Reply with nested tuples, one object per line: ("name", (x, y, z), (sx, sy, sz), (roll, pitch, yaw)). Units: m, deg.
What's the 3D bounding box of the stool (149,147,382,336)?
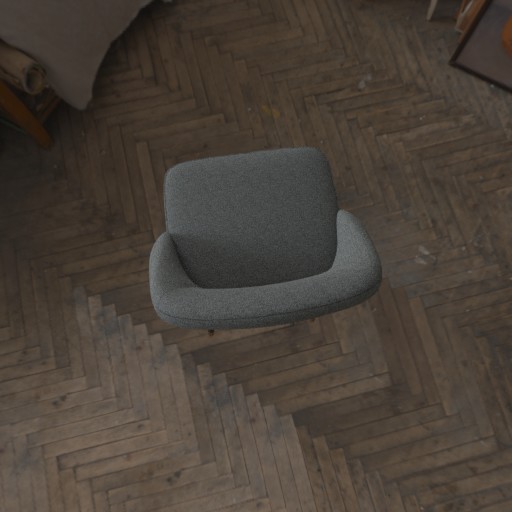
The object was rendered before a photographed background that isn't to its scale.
("stool", (0.000, 0.000, 1.393), (0.536, 1.089, 0.524), (-8, 76, -2))
